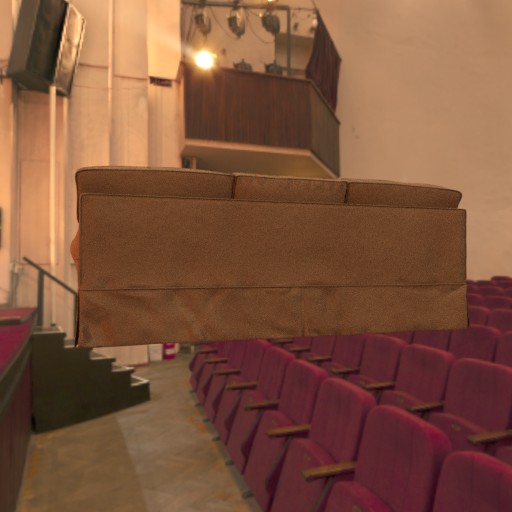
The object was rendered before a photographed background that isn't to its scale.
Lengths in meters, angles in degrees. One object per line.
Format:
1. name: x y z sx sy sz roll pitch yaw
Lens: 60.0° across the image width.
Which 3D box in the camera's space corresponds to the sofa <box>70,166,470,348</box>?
1. sofa: 0.000 0.000 3.378 2.475 0.978 1.733 0 -1 -16
